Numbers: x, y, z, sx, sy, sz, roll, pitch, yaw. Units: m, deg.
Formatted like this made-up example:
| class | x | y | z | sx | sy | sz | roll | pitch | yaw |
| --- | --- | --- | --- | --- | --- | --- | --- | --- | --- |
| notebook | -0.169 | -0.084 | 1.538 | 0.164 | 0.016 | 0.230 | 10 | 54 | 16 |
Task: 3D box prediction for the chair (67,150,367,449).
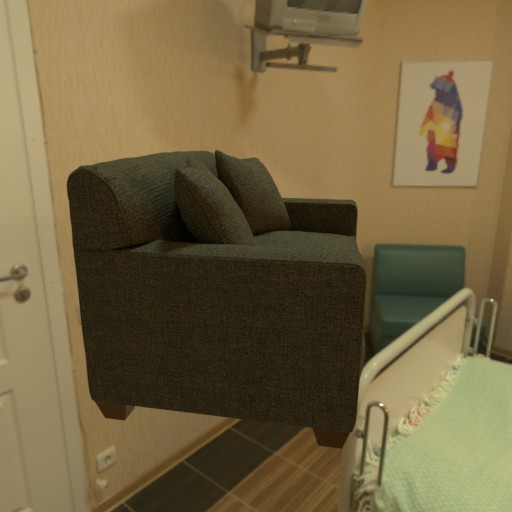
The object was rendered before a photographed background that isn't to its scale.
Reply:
| class | x | y | z | sx | sy | sz | roll | pitch | yaw |
| --- | --- | --- | --- | --- | --- | --- | --- | --- | --- |
| chair | 0.000 | 0.000 | 2.064 | 1.000 | 0.948 | 1.383 | 3 | 15 | 11 |
